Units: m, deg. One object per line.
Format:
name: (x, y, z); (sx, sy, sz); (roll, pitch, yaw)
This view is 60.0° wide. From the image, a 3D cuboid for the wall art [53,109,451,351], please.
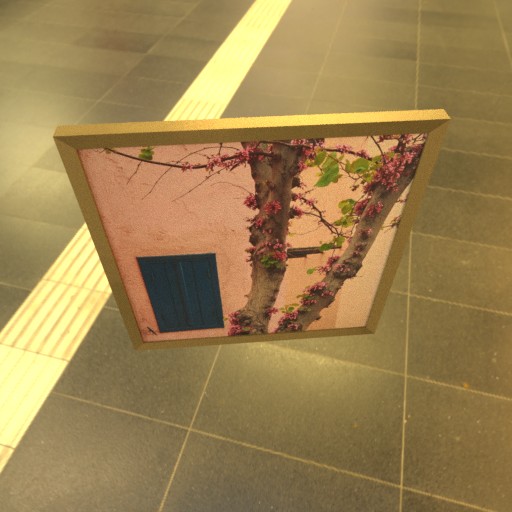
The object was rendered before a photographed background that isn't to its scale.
wall art: (0.000, 0.000, 1.138); (0.762, 0.762, 0.038); (-3, 47, -3)
